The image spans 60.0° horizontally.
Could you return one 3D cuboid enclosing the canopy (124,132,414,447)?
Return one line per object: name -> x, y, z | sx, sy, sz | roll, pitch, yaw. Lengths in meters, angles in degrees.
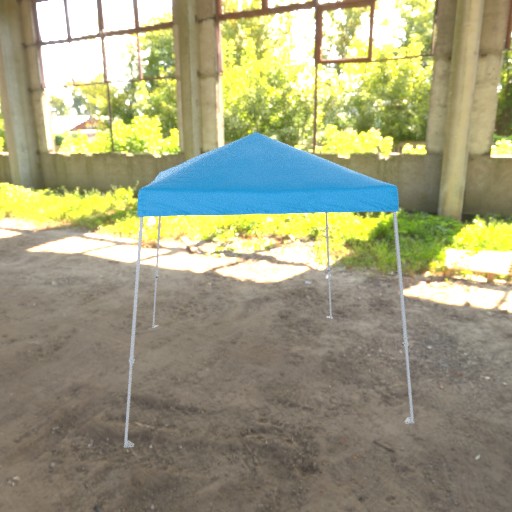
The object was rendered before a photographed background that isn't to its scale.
canopy -> 0.000, 0.000, 6.702 | 3.599, 3.600, 3.600 | -2, 14, -7
